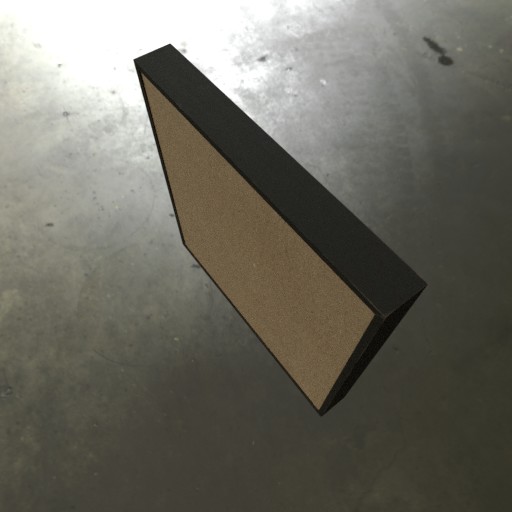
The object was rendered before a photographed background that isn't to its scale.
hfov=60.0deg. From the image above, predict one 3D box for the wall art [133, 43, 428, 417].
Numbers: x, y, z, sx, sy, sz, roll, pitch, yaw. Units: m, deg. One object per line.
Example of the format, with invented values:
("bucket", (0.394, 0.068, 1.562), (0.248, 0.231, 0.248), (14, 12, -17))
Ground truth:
("wall art", (0.000, 0.000, 0.463), (0.038, 0.305, 0.305), (-33, 65, -18))
